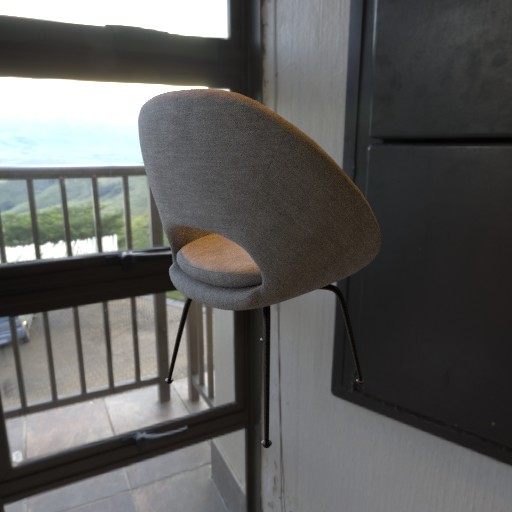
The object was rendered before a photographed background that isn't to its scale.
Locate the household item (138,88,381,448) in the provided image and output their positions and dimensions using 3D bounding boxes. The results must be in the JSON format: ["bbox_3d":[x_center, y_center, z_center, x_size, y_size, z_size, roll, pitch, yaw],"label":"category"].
[{"bbox_3d":[0.000,0.000,1.295,0.587,0.869,0.643,-14,19,-43],"label":"household item"}]
